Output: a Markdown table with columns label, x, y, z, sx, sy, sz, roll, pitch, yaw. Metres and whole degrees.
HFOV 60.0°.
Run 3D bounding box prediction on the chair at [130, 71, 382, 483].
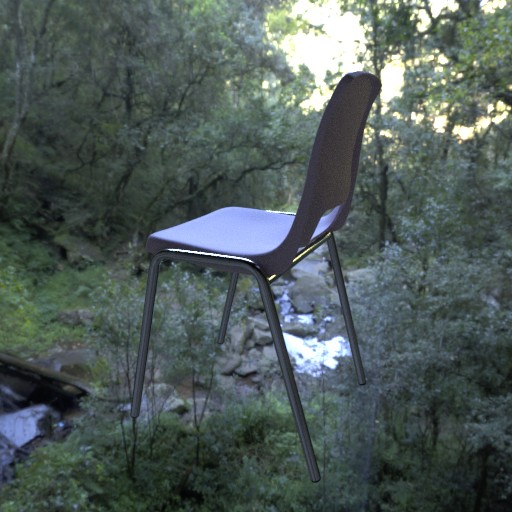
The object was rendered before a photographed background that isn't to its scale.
| label | x | y | z | sx | sy | sz | roll | pitch | yaw |
| --- | --- | --- | --- | --- | --- | --- | --- | --- | --- |
| chair | 0.000 | 0.000 | 0.932 | 0.436 | 0.704 | 0.381 | 9 | 20 | 26 |
